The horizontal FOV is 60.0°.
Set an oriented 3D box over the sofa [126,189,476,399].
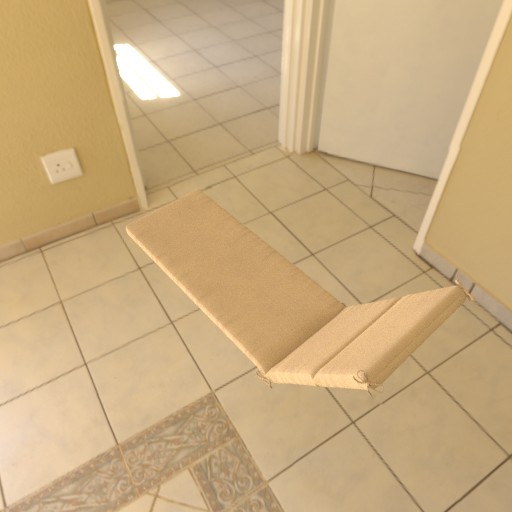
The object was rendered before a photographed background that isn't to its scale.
[{"bbox_3d":[0.000,0.000,2.004,0.582,0.622,1.663,-33,55,-27],"label":"sofa"}]
